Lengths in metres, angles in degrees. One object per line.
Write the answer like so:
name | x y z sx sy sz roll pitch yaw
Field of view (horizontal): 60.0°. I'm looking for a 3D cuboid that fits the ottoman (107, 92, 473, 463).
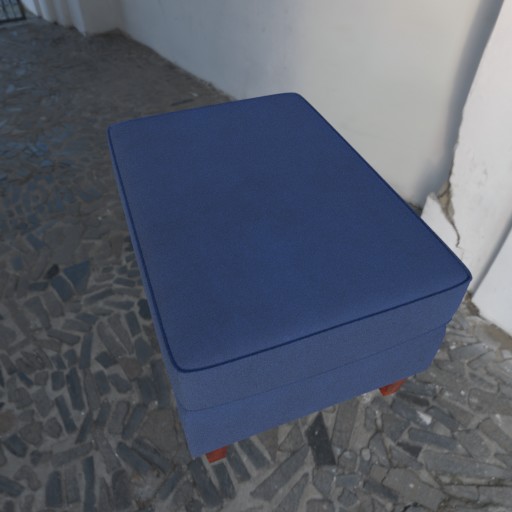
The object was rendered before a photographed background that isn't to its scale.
ottoman | 0.000 0.000 1.355 0.686 0.584 0.965 -15 48 -14
